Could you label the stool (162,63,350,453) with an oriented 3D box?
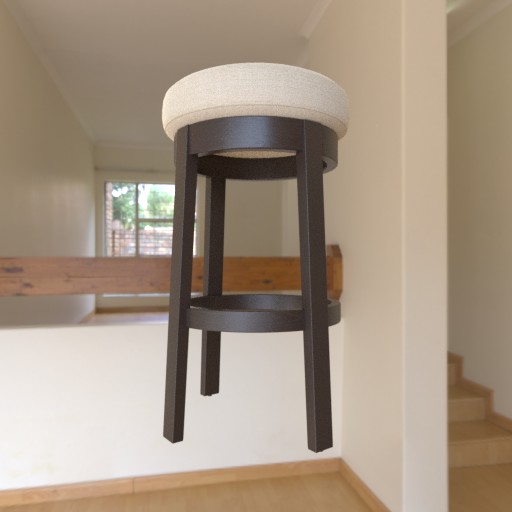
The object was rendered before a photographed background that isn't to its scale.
[{"bbox_3d":[0.000,0.000,1.033,0.446,0.758,0.446,0,0,0],"label":"stool"}]
